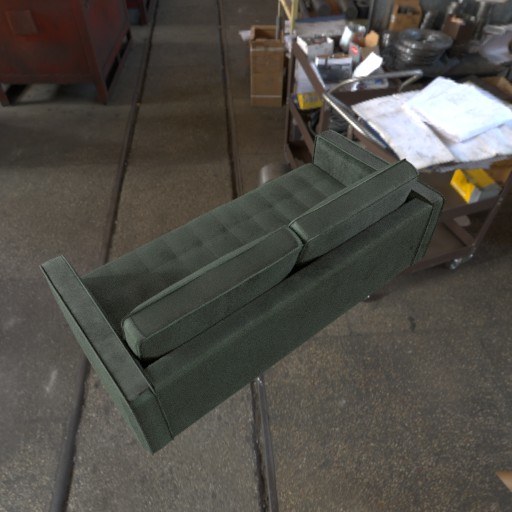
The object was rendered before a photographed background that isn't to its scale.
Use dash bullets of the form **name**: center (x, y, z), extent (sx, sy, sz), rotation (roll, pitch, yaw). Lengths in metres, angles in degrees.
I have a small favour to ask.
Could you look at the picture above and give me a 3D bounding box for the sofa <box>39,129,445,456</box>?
- **sofa**: center (0.000, 0.000, 2.242), extent (1.816, 0.781, 0.886), rotation (-30, 54, -25)
